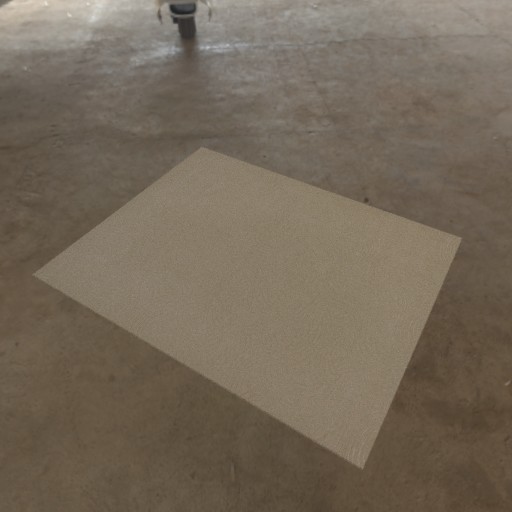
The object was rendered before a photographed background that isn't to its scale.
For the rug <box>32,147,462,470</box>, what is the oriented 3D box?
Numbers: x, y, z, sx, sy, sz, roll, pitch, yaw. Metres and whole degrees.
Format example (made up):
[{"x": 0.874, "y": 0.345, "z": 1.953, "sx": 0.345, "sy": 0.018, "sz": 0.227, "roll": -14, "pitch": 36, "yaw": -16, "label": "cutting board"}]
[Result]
[{"x": 0.000, "y": 0.000, "z": 3.392, "sx": 2.584, "sy": 0.011, "sz": 2.073, "roll": 24, "pitch": 50, "yaw": 22, "label": "rug"}]
